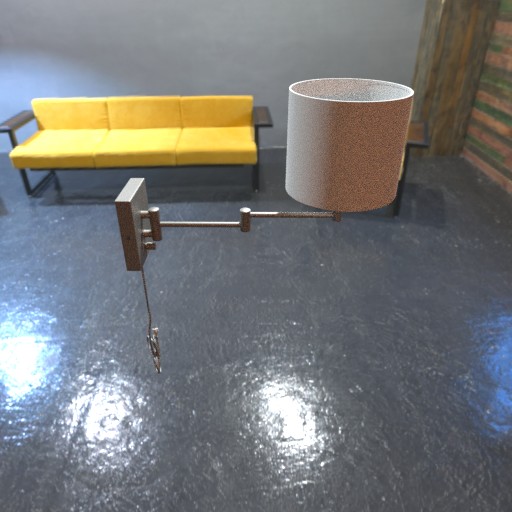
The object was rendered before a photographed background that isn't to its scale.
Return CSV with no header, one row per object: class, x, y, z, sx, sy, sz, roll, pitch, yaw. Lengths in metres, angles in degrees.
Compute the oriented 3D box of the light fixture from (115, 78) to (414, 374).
light fixture,0.000,0.000,0.907,0.516,0.651,0.203,0,31,1
